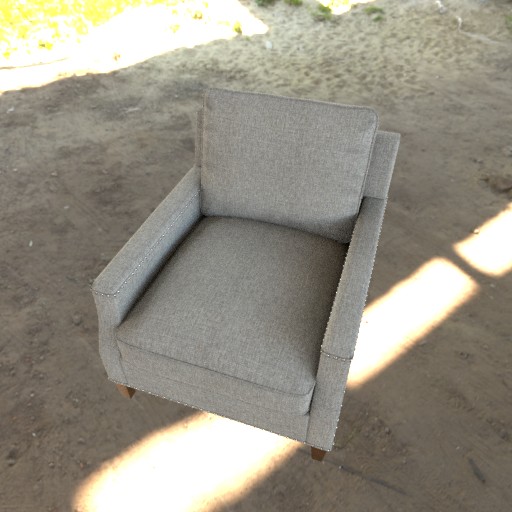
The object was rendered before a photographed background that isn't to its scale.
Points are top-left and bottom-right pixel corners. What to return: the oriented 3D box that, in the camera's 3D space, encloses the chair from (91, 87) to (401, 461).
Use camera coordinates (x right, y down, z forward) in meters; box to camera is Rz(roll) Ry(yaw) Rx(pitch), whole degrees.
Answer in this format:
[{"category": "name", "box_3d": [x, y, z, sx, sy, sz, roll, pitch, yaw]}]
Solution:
[{"category": "chair", "box_3d": [0.000, 0.000, 1.670, 0.853, 0.943, 1.014, 13, 43, 14]}]
